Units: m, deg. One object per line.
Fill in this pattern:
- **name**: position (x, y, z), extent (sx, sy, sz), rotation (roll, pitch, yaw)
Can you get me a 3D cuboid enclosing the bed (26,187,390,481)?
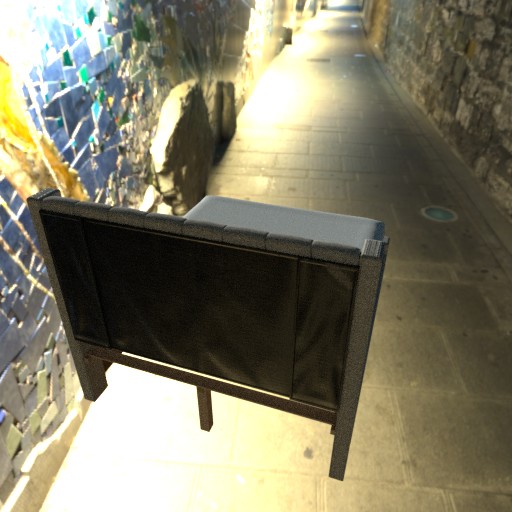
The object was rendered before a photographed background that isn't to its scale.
- **bed**: position (0.000, 0.000, 3.694), extent (2.044, 1.748, 2.372), rotation (10, 33, 17)
